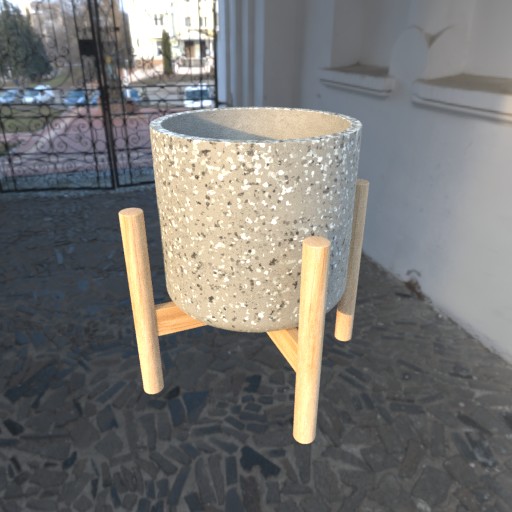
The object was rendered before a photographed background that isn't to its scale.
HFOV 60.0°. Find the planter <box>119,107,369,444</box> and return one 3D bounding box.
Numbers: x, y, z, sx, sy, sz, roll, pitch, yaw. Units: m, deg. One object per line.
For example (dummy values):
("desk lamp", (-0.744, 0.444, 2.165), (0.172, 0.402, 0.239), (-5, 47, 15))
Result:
("planter", (0.000, 0.000, 0.543), (0.284, 0.320, 0.284), (0, 26, 0))
